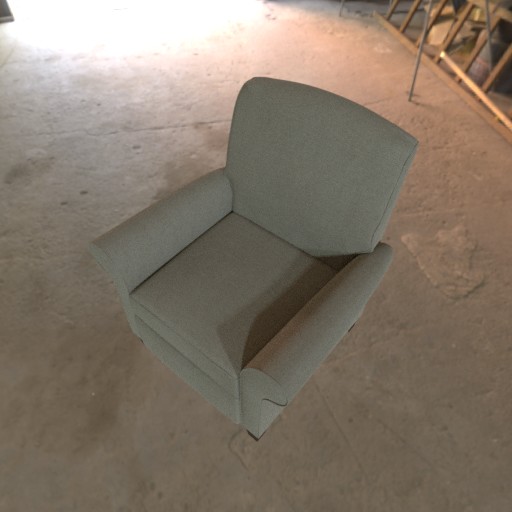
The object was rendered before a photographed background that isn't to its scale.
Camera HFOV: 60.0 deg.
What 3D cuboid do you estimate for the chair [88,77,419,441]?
[{"bbox_3d":[0.000,0.000,1.783,0.978,1.061,0.905,32,55,26],"label":"chair"}]
